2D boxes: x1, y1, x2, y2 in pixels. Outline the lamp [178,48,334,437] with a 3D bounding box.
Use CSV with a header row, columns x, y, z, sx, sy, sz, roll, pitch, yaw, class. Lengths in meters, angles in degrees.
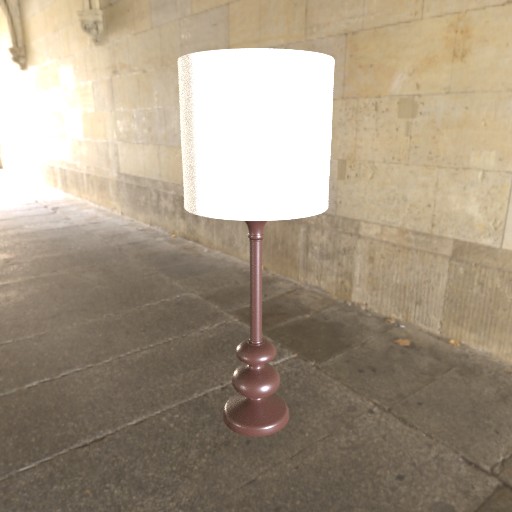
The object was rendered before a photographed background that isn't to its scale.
x,y,z,sx,sy,sz,roll,pitch,yaw,class
0.000,0.000,0.822,0.254,0.690,0.254,2,17,7,lamp
